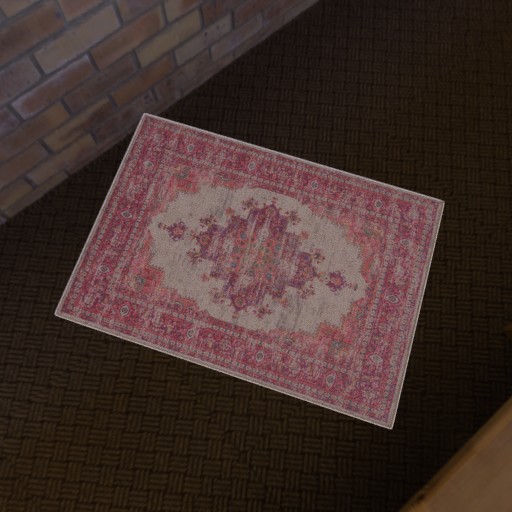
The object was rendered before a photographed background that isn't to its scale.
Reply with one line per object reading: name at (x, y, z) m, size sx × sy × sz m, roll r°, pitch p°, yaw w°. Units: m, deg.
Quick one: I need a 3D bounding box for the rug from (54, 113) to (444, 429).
rug at (0.000, 0.000, 3.808) m, size 2.878 × 0.014 × 2.005 m, roll 18°, pitch 76°, yaw 5°
